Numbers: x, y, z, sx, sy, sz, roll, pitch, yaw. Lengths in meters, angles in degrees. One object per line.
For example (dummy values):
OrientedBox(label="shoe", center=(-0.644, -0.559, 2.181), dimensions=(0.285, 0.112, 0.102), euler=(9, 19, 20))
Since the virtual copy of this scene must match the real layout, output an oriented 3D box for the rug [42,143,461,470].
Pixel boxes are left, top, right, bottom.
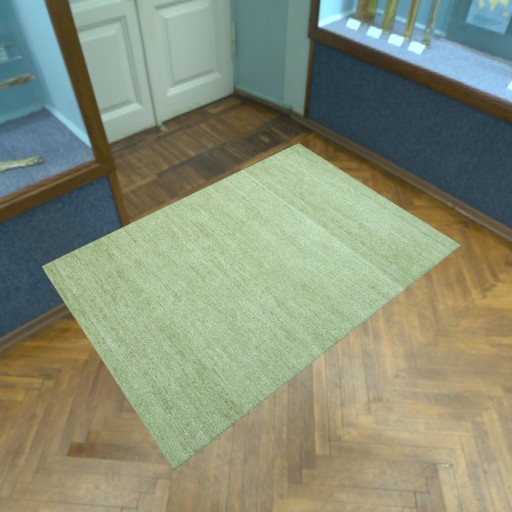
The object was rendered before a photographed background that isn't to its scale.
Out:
OrientedBox(label="rug", center=(0.000, 0.000, 2.932), dimensions=(2.270, 0.017, 1.606), euler=(-31, 54, -26))
